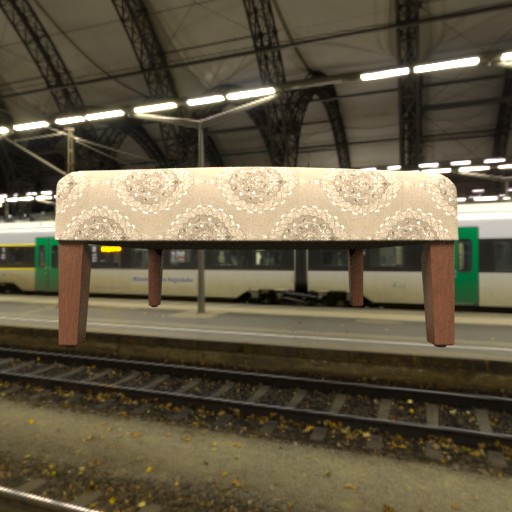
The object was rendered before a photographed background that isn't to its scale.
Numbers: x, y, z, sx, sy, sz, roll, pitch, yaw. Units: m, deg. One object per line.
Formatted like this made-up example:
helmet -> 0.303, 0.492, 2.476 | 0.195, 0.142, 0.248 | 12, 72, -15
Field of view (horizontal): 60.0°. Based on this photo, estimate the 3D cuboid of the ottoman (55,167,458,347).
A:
ottoman -> 0.000, 0.000, 1.406 | 0.890, 0.411, 0.889 | 0, 0, 0
